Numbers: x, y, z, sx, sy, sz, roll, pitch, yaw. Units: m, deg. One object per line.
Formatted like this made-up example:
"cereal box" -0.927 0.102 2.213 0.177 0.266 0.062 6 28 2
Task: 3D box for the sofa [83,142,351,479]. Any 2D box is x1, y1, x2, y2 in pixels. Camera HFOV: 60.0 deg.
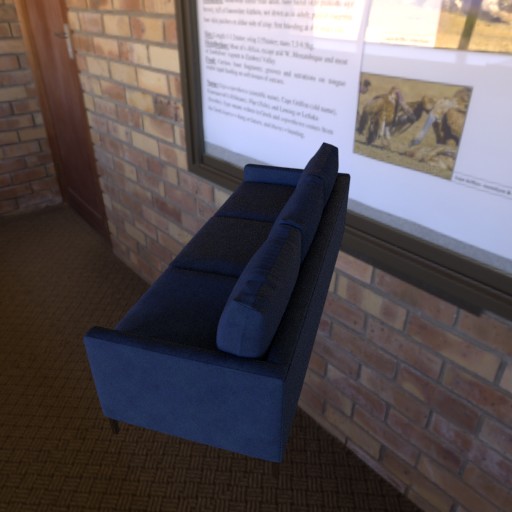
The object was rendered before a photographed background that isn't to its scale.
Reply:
"sofa" 0.000 0.000 2.704 0.875 0.879 2.252 9 32 14
